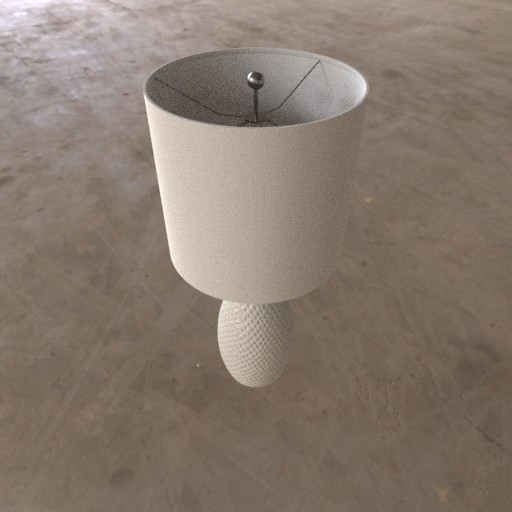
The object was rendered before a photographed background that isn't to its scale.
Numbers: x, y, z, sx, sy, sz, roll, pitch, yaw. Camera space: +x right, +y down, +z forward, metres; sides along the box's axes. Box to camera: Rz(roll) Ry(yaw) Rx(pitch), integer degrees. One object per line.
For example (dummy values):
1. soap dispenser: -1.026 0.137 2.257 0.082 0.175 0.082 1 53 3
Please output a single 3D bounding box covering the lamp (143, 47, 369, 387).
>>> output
1. lamp: 0.000 0.000 0.576 0.214 0.466 0.214 -12 42 -13
